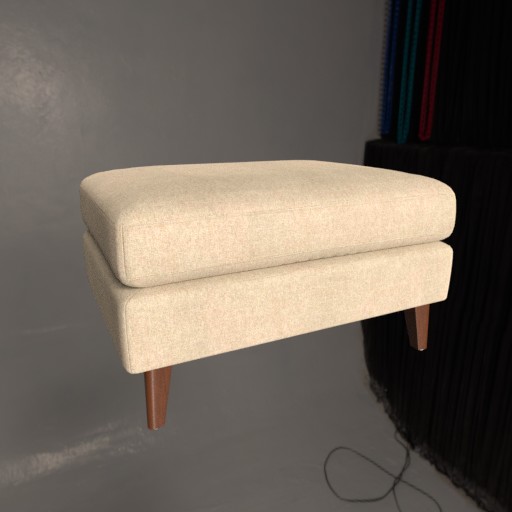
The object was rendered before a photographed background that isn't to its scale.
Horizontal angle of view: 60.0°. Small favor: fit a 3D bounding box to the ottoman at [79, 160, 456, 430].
[{"bbox_3d":[0.000,0.000,1.202,0.823,0.478,0.610,-8,18,-25],"label":"ottoman"}]
